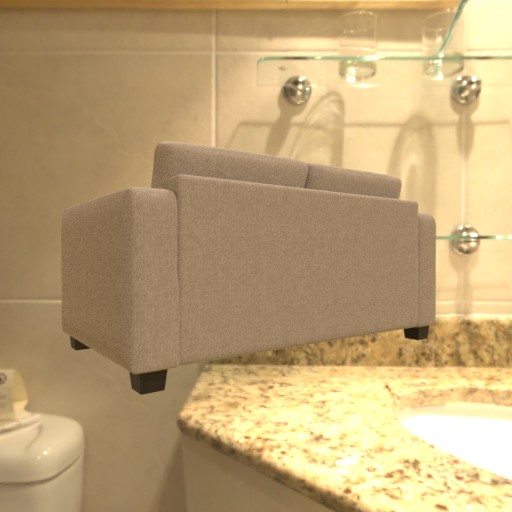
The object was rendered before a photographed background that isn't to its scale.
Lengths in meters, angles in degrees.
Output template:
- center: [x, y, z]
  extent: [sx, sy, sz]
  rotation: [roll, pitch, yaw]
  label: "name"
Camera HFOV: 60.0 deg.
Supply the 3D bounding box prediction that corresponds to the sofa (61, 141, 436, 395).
- center: [0.000, 0.000, 2.052]
  extent: [1.540, 0.800, 0.900]
  rotation: [0, 1, -36]
  label: "sofa"
